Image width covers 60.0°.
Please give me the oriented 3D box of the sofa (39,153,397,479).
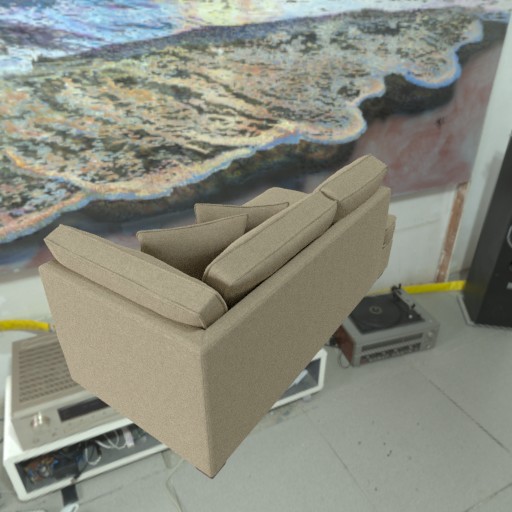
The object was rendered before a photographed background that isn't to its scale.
[{"bbox_3d":[0.000,0.000,2.820,1.110,1.033,2.237,19,35,29],"label":"sofa"}]
